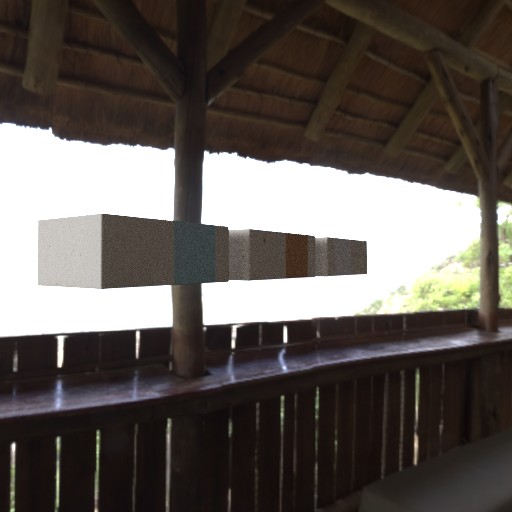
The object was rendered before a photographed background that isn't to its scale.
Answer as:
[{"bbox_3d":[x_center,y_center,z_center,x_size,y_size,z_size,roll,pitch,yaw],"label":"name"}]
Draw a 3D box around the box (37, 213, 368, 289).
[{"bbox_3d":[0.000,0.000,0.503,0.082,0.051,0.461,-1,-1,36],"label":"box"}]
